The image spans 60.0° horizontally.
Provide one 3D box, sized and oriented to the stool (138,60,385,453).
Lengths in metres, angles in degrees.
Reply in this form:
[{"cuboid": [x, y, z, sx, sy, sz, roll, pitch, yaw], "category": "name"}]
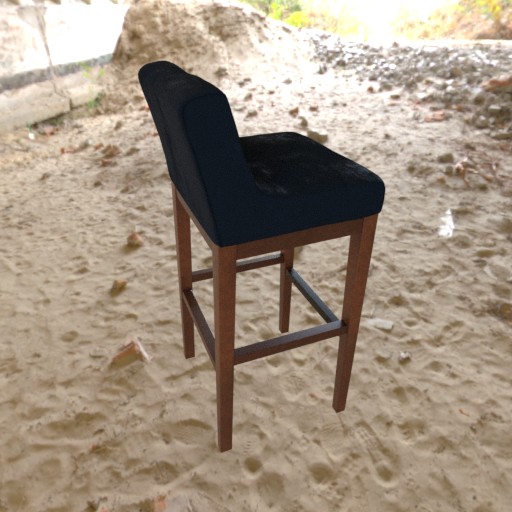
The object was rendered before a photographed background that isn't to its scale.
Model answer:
[{"cuboid": [0.000, 0.000, 1.312, 0.500, 1.037, 0.511, -11, 32, -19], "category": "stool"}]
